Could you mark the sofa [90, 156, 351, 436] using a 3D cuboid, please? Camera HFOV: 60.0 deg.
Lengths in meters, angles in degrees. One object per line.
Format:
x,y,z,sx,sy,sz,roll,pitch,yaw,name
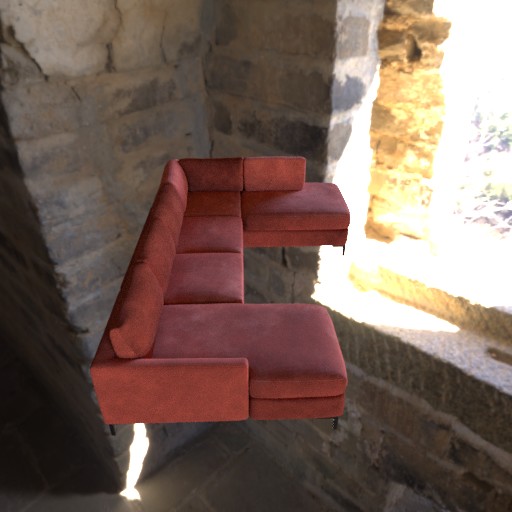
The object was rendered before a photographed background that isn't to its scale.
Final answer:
0.000,0.000,3.843,1.981,0.858,2.971,-1,32,-2,sofa
